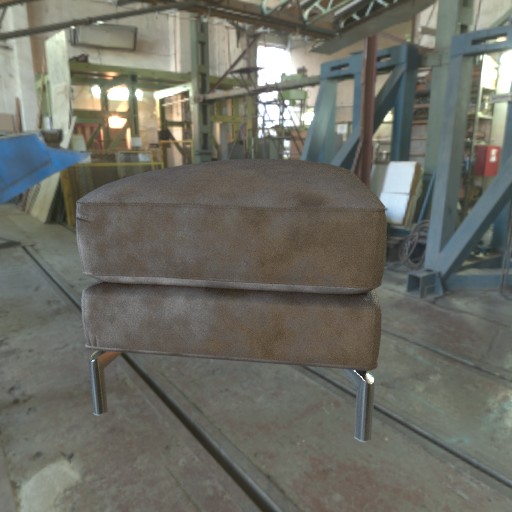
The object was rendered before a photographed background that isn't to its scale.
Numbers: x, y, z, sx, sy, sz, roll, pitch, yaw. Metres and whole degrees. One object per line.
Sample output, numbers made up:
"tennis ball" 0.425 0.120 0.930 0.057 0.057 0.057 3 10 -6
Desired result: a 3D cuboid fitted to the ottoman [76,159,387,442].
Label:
"ottoman" 0.000 0.000 1.067 0.520 0.456 0.719 2 14 9
